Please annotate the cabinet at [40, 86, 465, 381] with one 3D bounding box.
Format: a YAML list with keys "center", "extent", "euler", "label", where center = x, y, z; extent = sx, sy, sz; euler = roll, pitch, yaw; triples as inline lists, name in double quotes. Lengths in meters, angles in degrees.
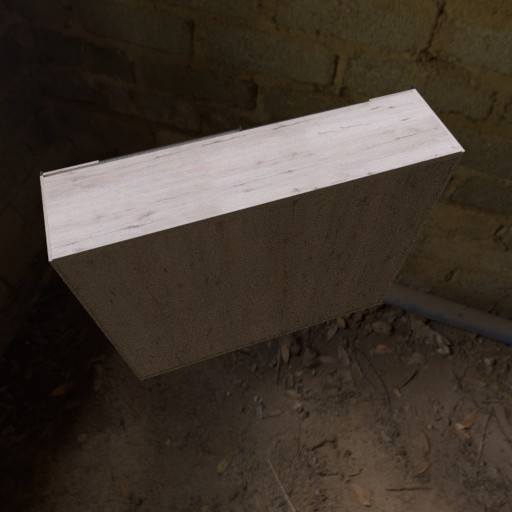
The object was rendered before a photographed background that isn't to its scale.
- center: [0.000, 0.000, 3.614]
  extent: [2.500, 2.180, 0.660]
  euler: [-16, 60, -10]
  label: "cabinet"
